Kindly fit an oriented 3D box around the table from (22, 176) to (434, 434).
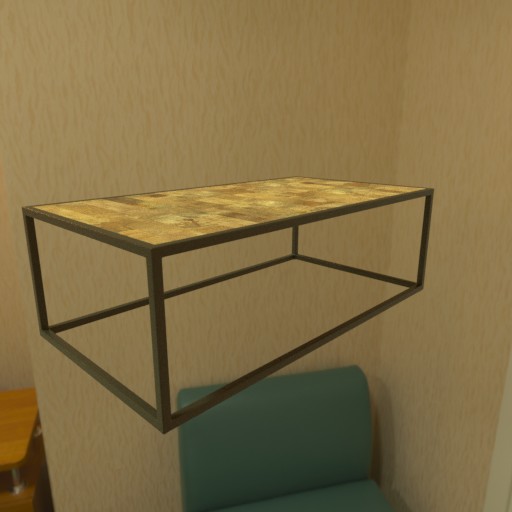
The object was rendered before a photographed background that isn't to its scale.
[{"bbox_3d":[0.000,0.000,1.477,0.649,0.398,1.199,15,22,42],"label":"table"}]
